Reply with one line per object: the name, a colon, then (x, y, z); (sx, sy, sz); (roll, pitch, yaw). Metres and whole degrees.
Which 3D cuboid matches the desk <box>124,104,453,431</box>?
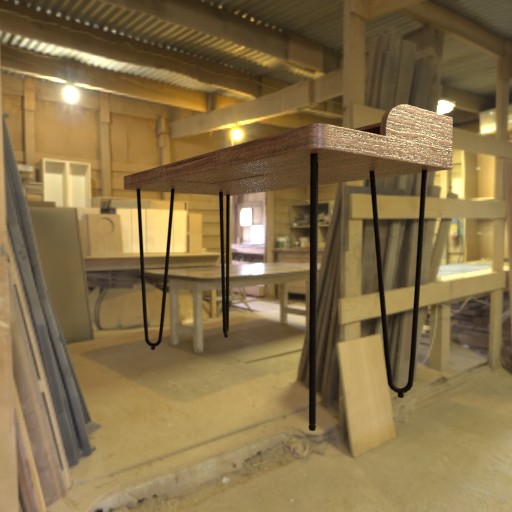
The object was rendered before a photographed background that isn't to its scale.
desk: (0.000, 0.000, 1.647); (0.565, 0.854, 1.200); (-2, 4, -37)
